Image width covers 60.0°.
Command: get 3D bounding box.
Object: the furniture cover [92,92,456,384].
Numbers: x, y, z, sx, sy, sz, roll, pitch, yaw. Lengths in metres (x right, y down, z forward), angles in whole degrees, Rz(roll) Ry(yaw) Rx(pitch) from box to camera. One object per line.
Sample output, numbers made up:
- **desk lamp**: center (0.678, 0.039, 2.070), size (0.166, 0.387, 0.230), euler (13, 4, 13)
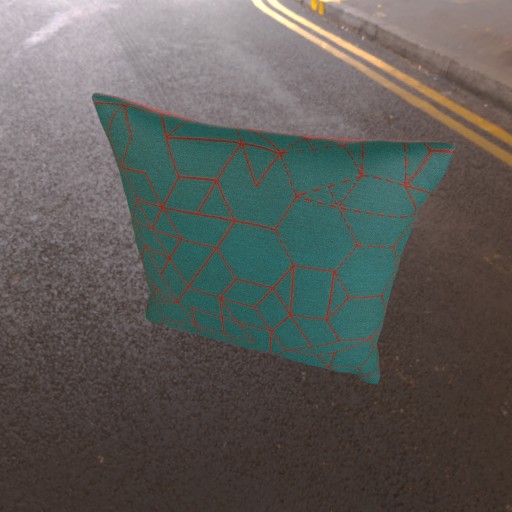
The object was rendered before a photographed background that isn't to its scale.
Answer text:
- **furniture cover**: center (0.000, 0.000, 0.768), size (0.517, 0.508, 0.158), euler (12, 42, 14)
